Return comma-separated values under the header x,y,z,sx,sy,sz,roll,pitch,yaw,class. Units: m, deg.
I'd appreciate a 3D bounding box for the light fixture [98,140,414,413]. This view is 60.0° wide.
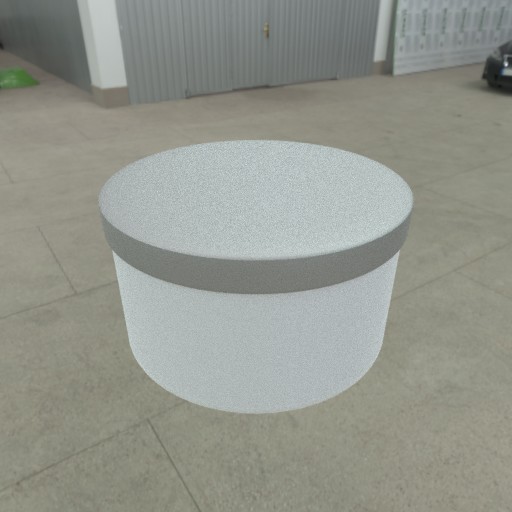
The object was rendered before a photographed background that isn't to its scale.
x,y,z,sx,sy,sz,roll,pitch,yaw,class
0.000,0.000,0.633,0.393,0.229,0.393,0,30,0,light fixture
